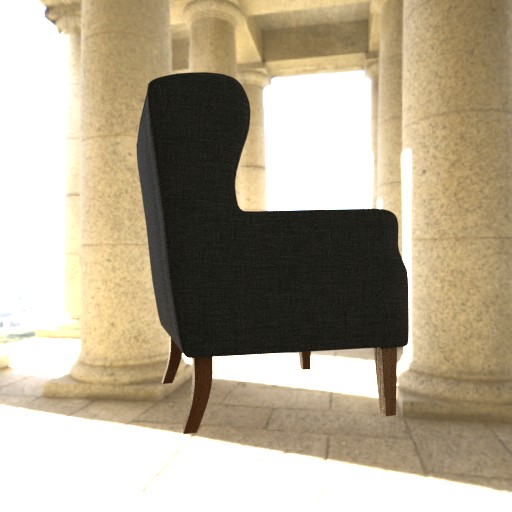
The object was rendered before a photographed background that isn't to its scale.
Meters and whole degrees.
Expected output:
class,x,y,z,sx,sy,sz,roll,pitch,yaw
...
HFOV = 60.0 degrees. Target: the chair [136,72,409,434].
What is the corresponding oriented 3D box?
class,x,y,z,sx,sy,sz,roll,pitch,yaw
chair,0.000,0.000,1.520,0.775,0.953,0.711,0,-1,-18
